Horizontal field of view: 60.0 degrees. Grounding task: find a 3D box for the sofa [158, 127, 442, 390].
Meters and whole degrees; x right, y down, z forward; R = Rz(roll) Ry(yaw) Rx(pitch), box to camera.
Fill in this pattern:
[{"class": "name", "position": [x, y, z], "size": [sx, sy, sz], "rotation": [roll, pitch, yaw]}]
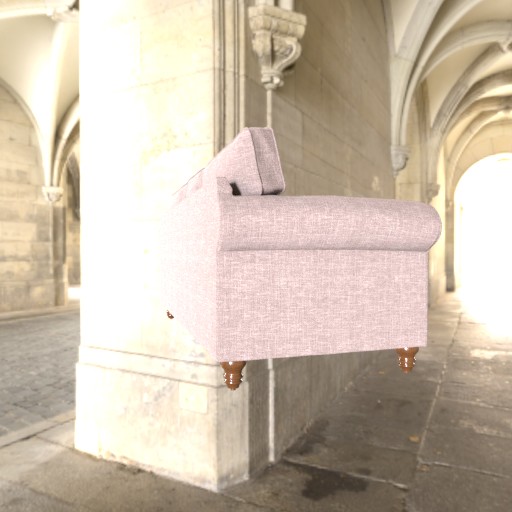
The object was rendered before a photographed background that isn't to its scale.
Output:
[{"class": "sofa", "position": [0.000, 0.000, 2.582], "size": [0.916, 0.961, 2.084], "rotation": [0, 1, -18]}]
